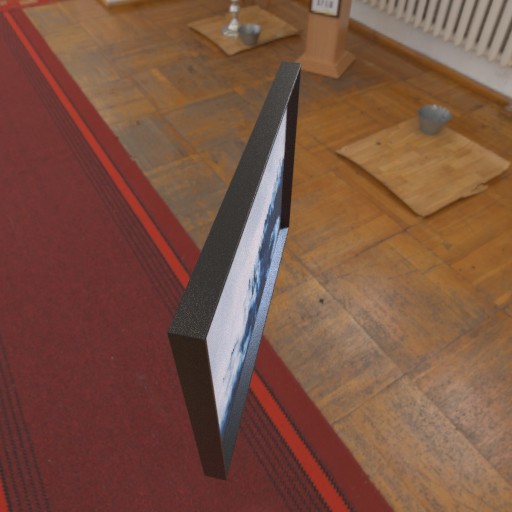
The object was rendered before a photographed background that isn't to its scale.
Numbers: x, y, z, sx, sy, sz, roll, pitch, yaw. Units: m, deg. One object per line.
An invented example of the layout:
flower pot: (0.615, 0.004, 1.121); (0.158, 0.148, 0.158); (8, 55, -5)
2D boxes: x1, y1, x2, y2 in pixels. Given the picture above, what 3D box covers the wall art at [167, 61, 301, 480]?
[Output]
wall art: (0.000, 0.000, 1.184); (0.058, 0.640, 0.939); (9, 48, 9)
